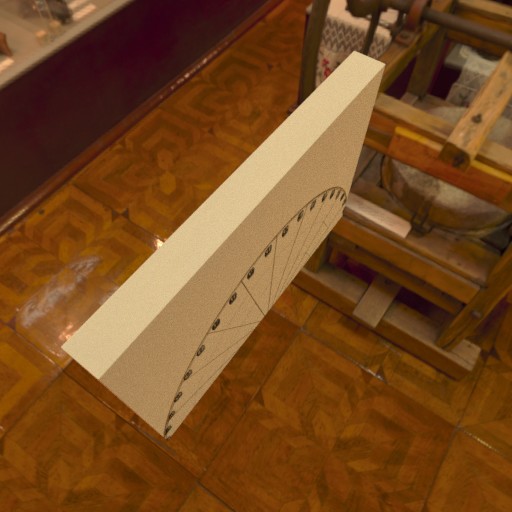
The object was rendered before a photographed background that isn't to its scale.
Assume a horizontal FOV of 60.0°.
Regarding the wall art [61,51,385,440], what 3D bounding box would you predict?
[{"bbox_3d":[0.000,0.000,0.472,0.039,0.254,0.384,33,65,18],"label":"wall art"}]
